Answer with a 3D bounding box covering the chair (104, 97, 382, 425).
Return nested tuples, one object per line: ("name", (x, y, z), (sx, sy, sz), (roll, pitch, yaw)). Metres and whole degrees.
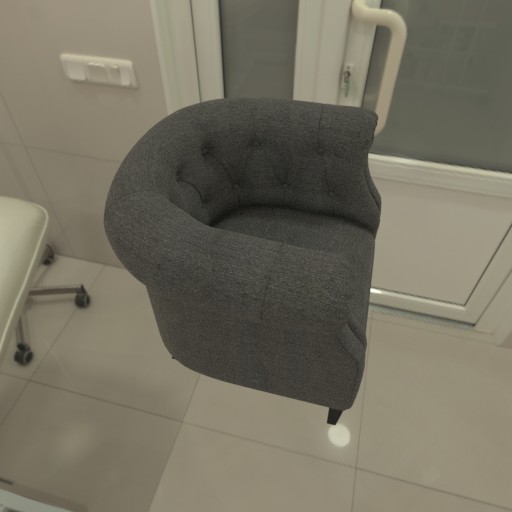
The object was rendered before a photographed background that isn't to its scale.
("chair", (0.000, 0.000, 1.585), (0.852, 0.827, 0.905), (11, 49, 10))
